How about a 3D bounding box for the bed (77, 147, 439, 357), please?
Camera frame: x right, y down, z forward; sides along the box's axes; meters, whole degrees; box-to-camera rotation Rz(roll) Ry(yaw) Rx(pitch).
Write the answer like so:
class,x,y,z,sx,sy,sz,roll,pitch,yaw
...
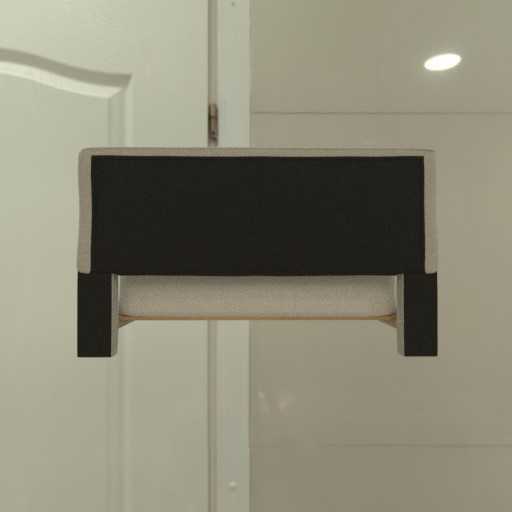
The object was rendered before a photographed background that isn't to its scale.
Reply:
class,x,y,z,sx,sy,sz,roll,pitch,yaw
bed,0.000,0.000,3.348,1.840,1.067,2.368,0,-1,-1
